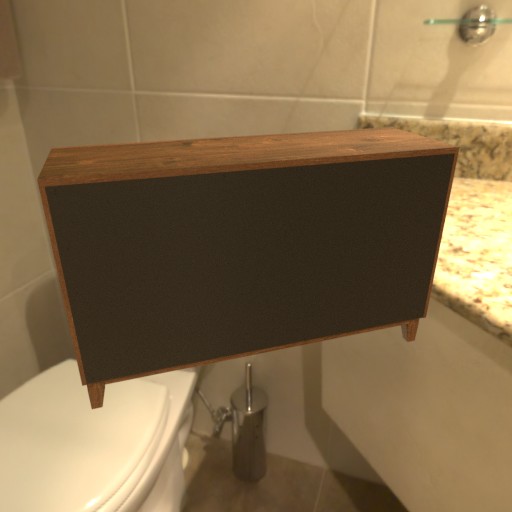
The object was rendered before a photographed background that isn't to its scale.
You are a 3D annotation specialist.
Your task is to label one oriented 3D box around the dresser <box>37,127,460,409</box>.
[{"bbox_3d":[0.000,0.000,1.785,1.400,0.873,0.446,-8,27,-16],"label":"dresser"}]
